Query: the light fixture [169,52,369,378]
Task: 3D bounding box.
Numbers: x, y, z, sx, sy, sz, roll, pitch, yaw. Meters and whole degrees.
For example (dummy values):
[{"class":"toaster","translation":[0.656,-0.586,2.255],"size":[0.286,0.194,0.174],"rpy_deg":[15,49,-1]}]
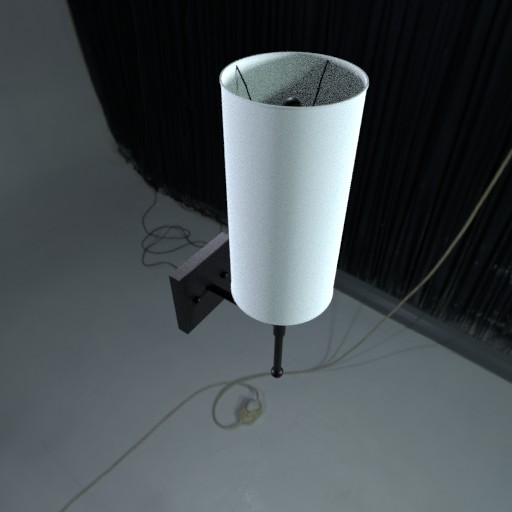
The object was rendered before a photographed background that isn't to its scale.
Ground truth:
[{"class":"light fixture","translation":[0.000,0.000,0.556],"size":[0.208,0.462,0.128],"rpy_deg":[26,48,26]}]
